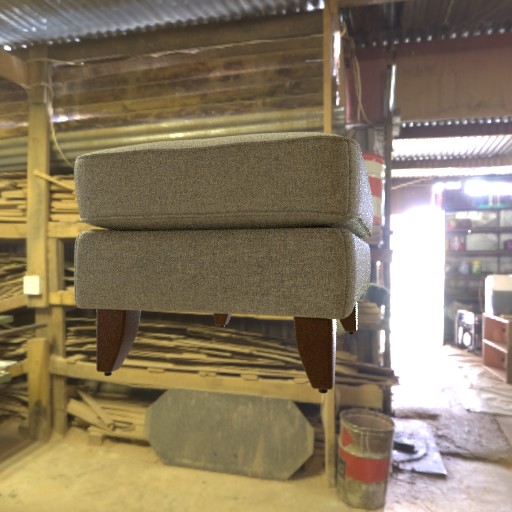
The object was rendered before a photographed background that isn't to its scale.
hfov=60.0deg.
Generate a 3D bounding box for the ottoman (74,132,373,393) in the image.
[{"bbox_3d":[0.000,0.000,1.324,0.661,0.561,0.889,0,0,16],"label":"ottoman"}]
